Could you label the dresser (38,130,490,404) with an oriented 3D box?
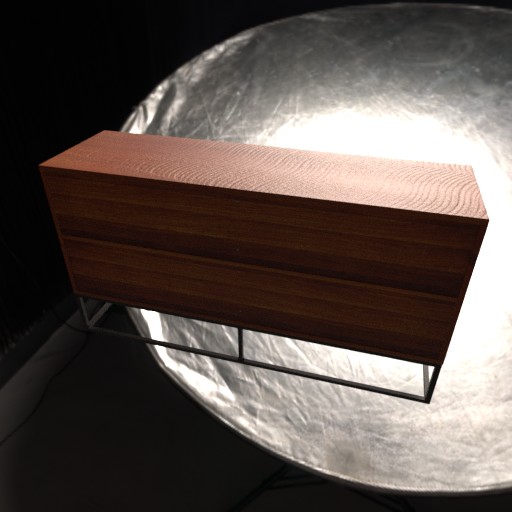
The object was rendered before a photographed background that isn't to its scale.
[{"bbox_3d":[0.000,0.000,1.861,1.536,0.810,0.464,9,34,13],"label":"dresser"}]
